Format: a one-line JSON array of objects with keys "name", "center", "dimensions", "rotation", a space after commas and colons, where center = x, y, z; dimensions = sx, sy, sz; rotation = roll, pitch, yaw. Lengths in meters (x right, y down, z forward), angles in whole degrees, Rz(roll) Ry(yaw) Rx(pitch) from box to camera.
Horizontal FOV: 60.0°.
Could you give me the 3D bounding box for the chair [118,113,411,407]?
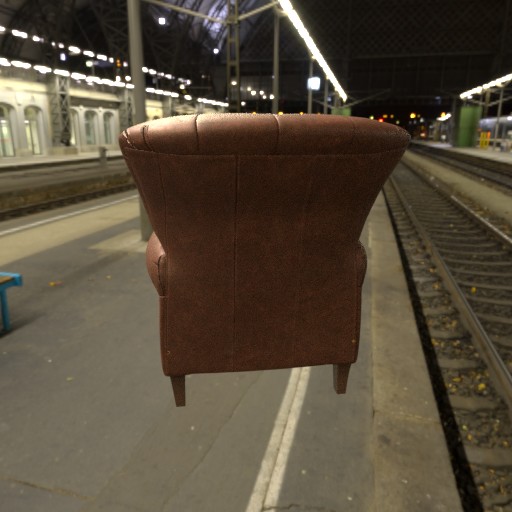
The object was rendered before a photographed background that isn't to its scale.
[{"name": "chair", "center": [0.000, 0.000, 1.944], "dimensions": [0.979, 1.162, 1.031], "rotation": [-2, 16, -7]}]
